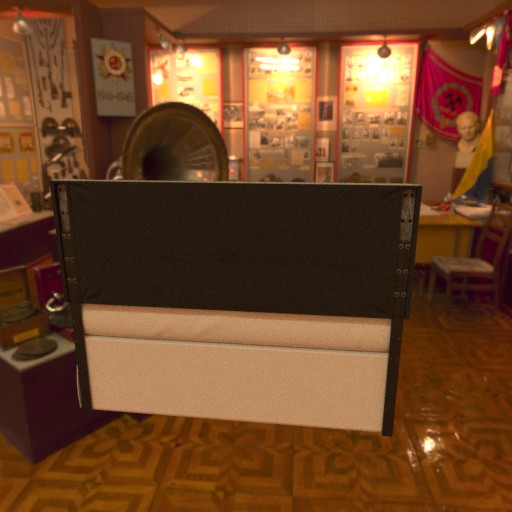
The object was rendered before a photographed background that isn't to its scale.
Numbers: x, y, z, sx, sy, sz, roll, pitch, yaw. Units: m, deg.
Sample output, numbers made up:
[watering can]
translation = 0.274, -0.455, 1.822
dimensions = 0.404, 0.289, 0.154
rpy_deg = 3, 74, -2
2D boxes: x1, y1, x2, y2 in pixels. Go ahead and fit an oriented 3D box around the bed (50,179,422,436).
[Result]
[bed]
translation = 0.000, 0.000, 2.935
dimensions = 1.621, 1.168, 1.958
rpy_deg = 2, 16, 7
